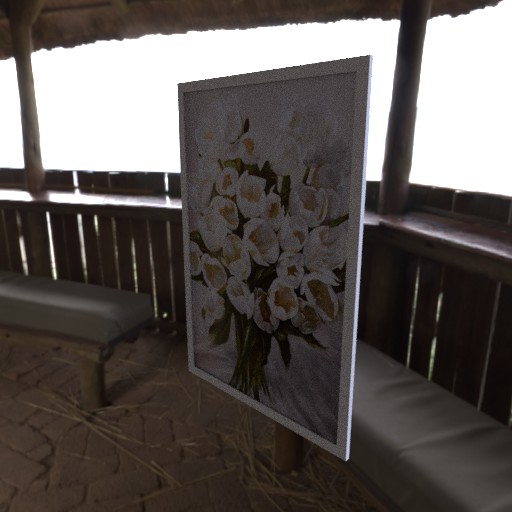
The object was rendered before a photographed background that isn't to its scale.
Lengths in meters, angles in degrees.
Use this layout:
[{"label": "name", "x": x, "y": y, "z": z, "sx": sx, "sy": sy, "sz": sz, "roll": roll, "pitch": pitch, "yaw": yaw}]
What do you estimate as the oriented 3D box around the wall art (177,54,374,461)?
[{"label": "wall art", "x": 0.000, "y": 0.000, "z": 1.245, "sx": 0.660, "sy": 0.965, "sz": 0.015, "roll": 14, "pitch": 20, "yaw": 43}]
